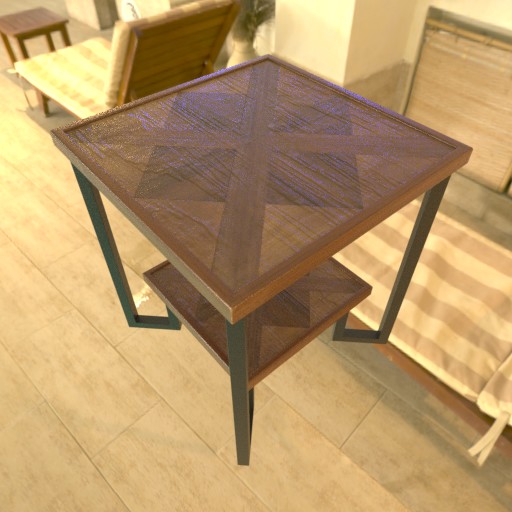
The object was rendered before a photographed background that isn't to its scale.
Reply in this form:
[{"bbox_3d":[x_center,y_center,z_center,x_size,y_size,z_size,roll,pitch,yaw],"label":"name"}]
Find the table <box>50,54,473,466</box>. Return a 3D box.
[{"bbox_3d":[0.000,0.000,0.941,0.503,0.563,0.503,-32,54,-27],"label":"table"}]
